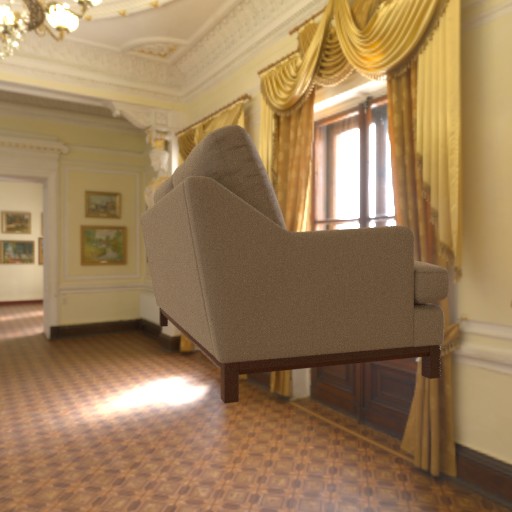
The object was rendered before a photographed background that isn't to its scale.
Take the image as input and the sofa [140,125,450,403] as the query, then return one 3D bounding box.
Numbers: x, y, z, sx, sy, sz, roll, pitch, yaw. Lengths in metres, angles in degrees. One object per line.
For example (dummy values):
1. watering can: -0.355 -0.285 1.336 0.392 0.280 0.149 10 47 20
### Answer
1. sofa: 0.000 0.000 2.247 1.004 0.910 1.619 0 1 -20
